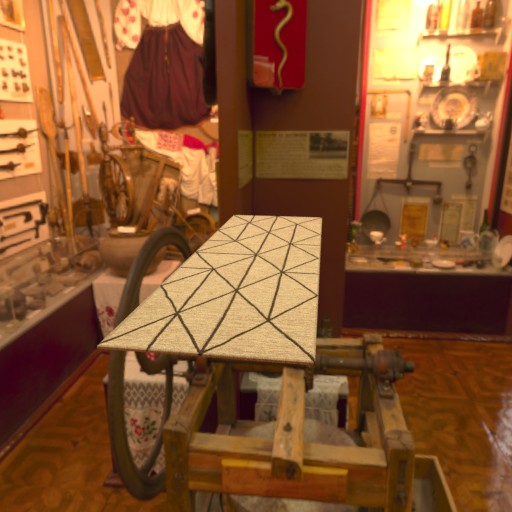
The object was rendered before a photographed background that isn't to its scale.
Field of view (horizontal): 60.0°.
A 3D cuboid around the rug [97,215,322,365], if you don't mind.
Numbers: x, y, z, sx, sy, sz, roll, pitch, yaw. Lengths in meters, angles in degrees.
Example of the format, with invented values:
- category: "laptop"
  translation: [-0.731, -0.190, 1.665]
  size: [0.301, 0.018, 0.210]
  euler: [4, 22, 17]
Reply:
- category: "rug"
  translation: [0.000, 0.000, 2.659]
  size: [0.762, 0.012, 2.438]
  euler: [2, 16, 8]
